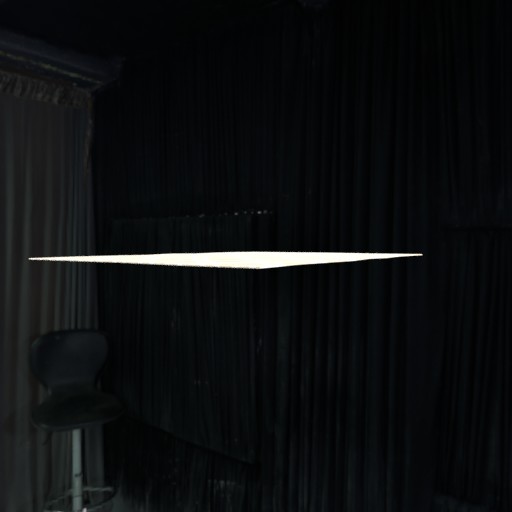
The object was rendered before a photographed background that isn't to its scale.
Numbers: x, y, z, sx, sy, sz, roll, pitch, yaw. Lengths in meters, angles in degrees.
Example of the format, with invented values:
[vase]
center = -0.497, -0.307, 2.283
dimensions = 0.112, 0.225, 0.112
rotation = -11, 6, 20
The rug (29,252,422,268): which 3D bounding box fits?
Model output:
[rug]
center = 0.000, 0.000, 2.819
dimensions = 1.524, 0.013, 2.135
rotation = 1, 2, 35
